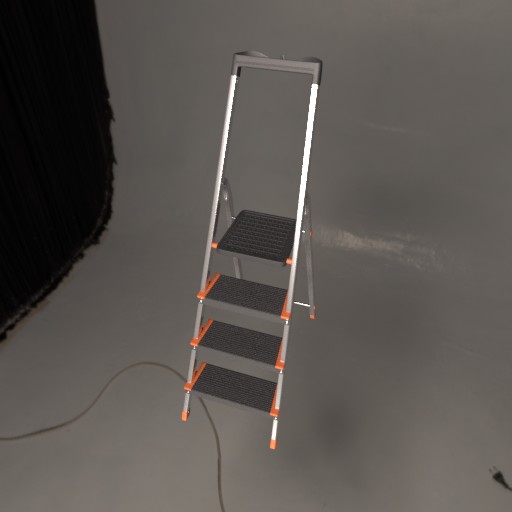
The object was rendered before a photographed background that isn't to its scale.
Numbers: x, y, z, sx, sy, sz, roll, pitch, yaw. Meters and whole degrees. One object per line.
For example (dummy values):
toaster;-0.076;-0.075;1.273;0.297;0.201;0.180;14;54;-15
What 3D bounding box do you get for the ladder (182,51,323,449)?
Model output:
ladder;0.000;0.000;1.827;0.452;1.429;0.834;12;42;14
